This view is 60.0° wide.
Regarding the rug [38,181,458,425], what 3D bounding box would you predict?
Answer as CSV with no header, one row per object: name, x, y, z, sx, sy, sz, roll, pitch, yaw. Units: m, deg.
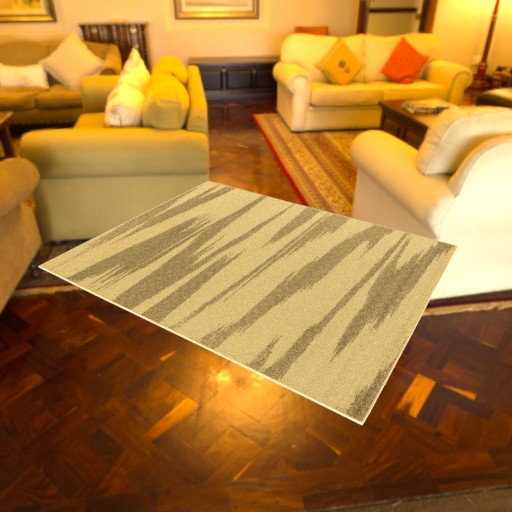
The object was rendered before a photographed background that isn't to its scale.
rug,0.000,0.000,3.956,2.945,0.014,2.353,19,36,28
